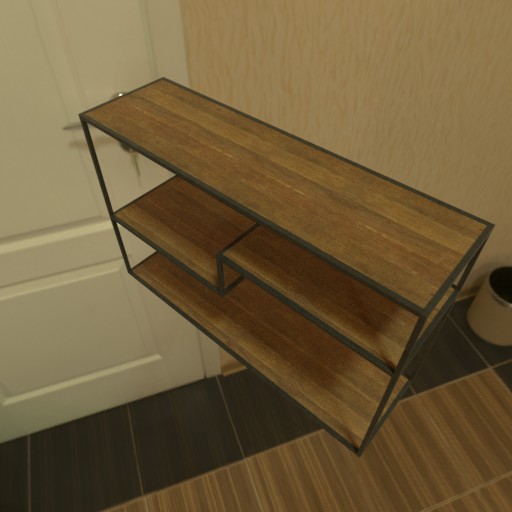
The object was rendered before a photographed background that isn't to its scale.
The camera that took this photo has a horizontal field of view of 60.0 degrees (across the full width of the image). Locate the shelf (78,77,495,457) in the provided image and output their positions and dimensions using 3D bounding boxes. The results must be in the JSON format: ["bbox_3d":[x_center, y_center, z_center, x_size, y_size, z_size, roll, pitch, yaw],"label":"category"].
[{"bbox_3d":[0.000,0.000,1.510,1.201,0.765,0.361,32,54,27],"label":"shelf"}]
